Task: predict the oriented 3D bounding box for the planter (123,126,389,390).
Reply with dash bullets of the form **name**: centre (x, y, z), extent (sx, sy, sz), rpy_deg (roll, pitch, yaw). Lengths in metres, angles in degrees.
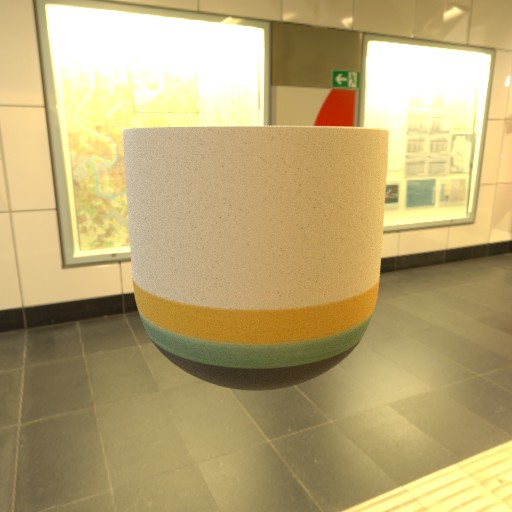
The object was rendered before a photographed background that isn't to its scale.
- **planter**: centre (0.000, 0.000, 0.494), extent (0.268, 0.270, 0.268), rpy_deg (0, 14, 0)
